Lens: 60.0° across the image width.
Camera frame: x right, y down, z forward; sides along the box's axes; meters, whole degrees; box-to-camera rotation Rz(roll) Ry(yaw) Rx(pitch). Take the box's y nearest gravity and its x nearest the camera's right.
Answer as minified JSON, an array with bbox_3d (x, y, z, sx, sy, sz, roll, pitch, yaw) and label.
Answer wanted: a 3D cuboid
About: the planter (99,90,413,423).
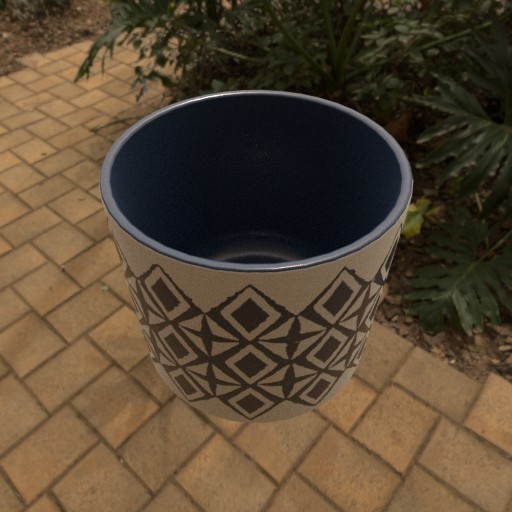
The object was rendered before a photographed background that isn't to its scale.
[{"bbox_3d":[0.000,0.000,0.395,0.224,0.203,0.224,0,46,0],"label":"planter"}]
